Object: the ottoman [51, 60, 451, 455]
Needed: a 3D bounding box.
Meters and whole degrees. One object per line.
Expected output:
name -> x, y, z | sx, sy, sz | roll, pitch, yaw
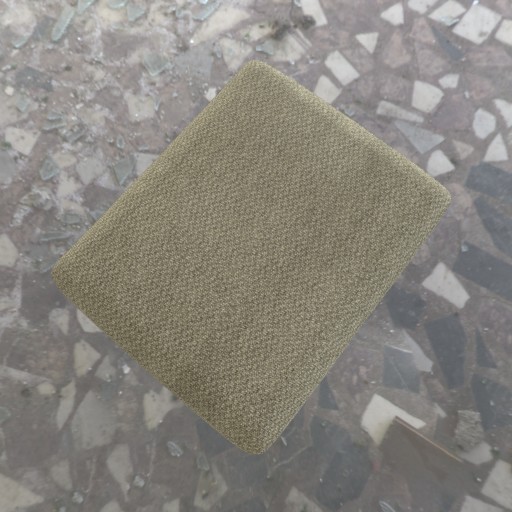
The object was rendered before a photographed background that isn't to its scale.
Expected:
ottoman -> 0.000, 0.000, 1.140 | 0.603, 0.476, 0.751 | 38, 78, 9
